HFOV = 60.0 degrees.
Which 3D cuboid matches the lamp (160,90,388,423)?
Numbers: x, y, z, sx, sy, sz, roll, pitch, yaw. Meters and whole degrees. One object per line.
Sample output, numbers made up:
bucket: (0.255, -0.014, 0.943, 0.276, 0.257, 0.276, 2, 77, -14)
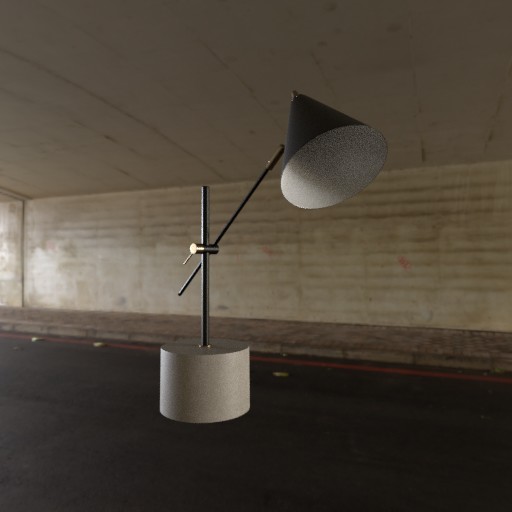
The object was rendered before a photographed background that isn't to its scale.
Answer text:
lamp: (0.000, 0.000, 0.697, 0.214, 0.518, 0.403, 0, -1, -36)
